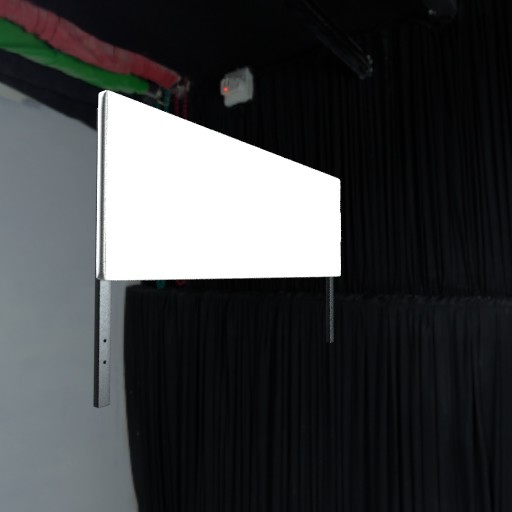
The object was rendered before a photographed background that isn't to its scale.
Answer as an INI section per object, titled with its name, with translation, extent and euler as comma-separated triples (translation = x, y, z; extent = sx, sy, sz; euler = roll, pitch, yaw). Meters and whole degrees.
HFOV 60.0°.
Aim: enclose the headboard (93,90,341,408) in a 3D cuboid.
[headboard]
translation = 0.000, 0.000, 2.900
extent = 0.120, 1.410, 2.362
euler = -2, -3, 36
